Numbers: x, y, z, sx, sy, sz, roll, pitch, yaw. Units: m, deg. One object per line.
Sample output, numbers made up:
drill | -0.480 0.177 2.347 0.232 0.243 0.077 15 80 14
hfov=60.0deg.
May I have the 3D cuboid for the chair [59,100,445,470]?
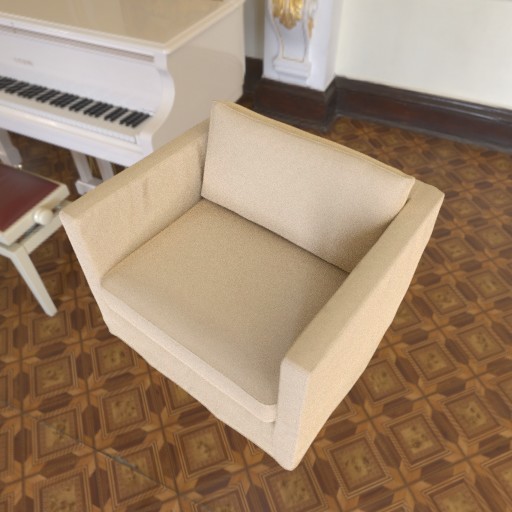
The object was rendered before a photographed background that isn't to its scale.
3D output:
chair | 0.000 0.000 1.751 1.057 0.851 0.947 29 54 24
